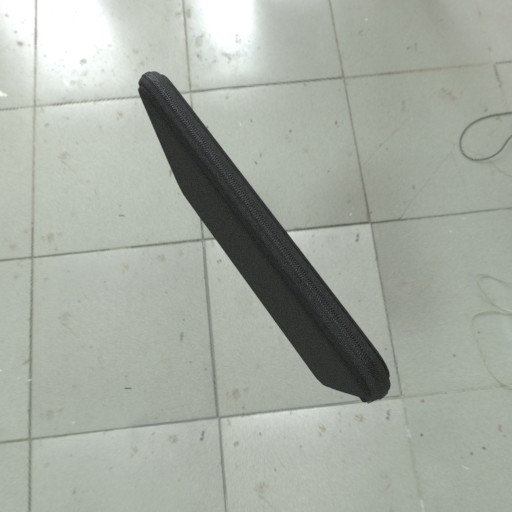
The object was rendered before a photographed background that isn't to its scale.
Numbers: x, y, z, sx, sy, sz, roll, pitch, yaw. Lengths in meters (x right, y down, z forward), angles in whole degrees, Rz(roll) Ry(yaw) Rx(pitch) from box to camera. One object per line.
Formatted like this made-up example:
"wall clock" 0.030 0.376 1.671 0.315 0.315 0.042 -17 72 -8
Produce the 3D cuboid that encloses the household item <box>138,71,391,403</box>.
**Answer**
"household item" 0.000 0.000 0.529 0.030 0.305 0.396 -35 79 -8
